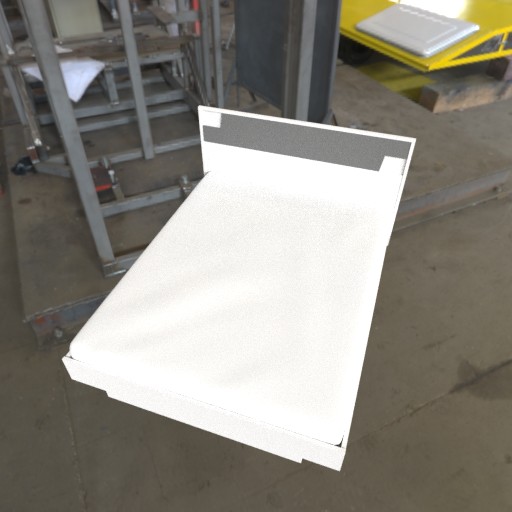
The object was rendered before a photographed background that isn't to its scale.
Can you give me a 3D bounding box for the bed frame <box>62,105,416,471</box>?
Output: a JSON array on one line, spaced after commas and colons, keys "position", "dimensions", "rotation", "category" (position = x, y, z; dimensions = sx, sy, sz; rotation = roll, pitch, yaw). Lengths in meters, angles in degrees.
[{"position": [0.000, 0.000, 3.006], "dimensions": [1.711, 1.001, 2.100], "rotation": [13, 44, 14], "category": "bed frame"}]
